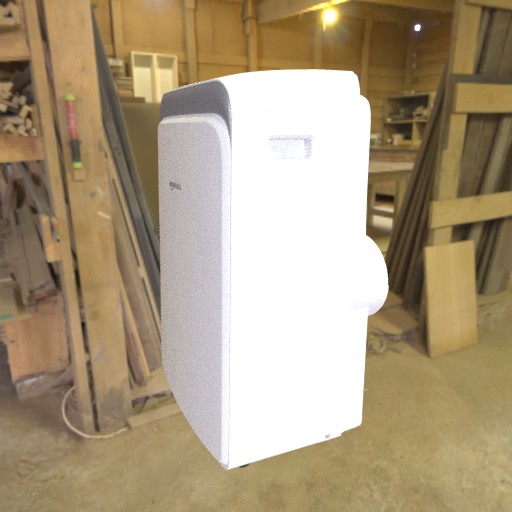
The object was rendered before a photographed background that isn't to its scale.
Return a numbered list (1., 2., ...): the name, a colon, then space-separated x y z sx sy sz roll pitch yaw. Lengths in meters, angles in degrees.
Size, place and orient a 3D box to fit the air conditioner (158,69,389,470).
1. air conditioner: 0.000 0.000 0.930 0.365 0.700 0.454 -8 18 -25
